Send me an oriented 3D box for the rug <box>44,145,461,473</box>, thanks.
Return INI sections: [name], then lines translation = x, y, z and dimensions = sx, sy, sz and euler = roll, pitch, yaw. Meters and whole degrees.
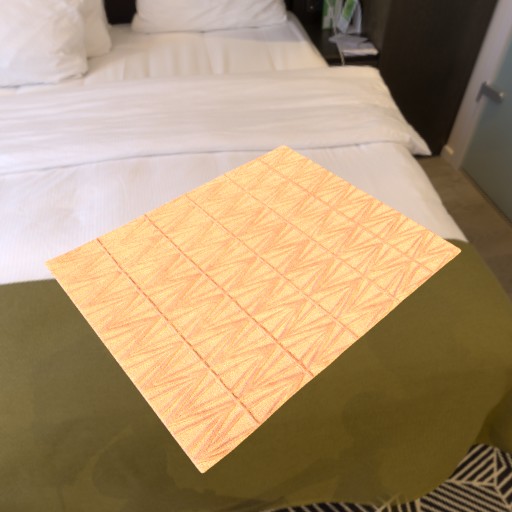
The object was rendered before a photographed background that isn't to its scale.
[rug]
translation = 0.000, 0.000, 4.134
dimensions = 3.052, 0.043, 2.453
euler = -32, 54, -27
